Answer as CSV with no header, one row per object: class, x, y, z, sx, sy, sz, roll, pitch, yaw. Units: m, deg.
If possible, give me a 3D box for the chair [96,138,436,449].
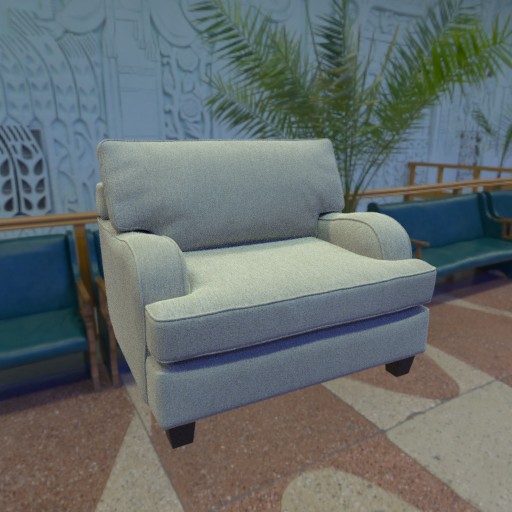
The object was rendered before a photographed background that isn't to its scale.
chair,0.000,0.000,1.993,1.220,1.016,1.041,-8,17,-26
